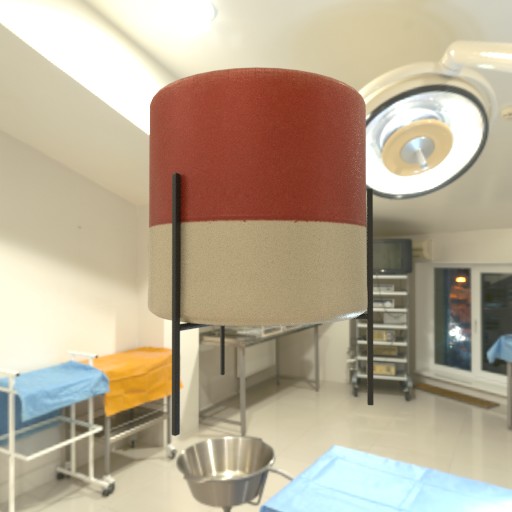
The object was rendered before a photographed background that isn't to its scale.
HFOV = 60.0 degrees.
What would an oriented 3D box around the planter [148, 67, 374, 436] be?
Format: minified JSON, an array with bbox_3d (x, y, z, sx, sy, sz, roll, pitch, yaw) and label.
[{"bbox_3d":[0.000,0.000,0.713,0.345,0.465,0.354,-1,-1,37],"label":"planter"}]
